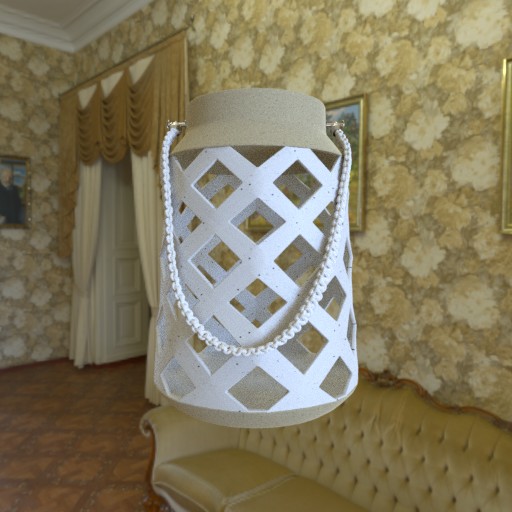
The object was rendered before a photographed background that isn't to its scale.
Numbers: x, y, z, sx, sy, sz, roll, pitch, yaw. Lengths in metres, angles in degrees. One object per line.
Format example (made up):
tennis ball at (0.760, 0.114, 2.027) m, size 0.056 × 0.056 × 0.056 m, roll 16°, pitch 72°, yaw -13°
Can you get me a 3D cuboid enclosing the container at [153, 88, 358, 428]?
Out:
container at (0.000, 0.000, 0.349) m, size 0.163 × 0.229 × 0.172 m, roll 0°, pitch 2°, yaw -1°
